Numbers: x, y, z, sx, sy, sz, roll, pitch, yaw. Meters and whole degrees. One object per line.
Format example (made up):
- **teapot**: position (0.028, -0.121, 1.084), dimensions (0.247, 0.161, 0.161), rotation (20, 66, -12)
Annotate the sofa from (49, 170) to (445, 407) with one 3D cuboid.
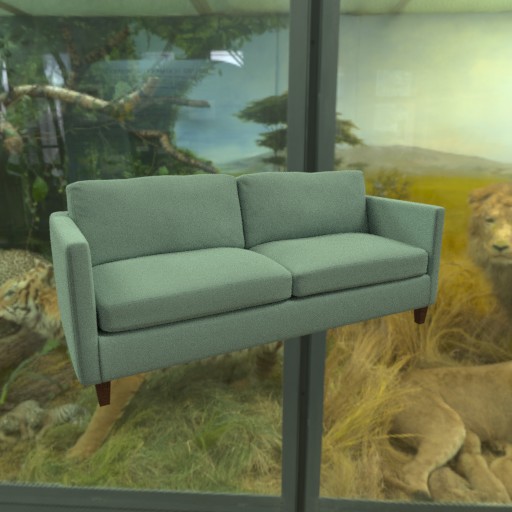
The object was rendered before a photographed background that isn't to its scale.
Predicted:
- **sofa**: position (0.000, 0.000, 2.692), dimensions (2.208, 0.965, 0.951), rotation (-7, 16, -27)
